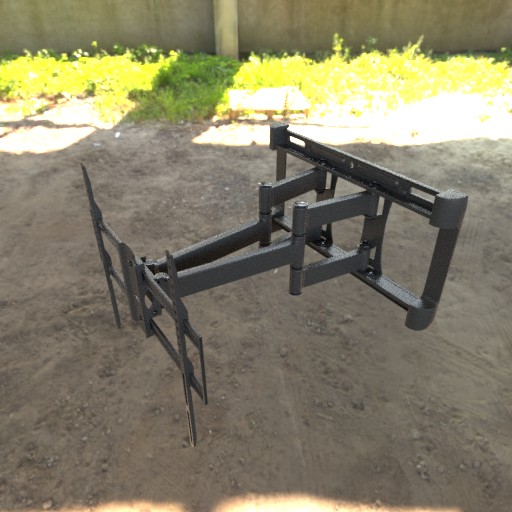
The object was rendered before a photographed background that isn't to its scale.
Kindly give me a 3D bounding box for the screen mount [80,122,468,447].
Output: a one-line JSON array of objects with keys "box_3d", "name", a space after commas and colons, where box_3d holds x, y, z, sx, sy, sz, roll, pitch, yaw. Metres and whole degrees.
[{"box_3d": [0.000, 0.000, 0.965, 0.556, 0.424, 0.571, -21, 38, -29], "name": "screen mount"}]
